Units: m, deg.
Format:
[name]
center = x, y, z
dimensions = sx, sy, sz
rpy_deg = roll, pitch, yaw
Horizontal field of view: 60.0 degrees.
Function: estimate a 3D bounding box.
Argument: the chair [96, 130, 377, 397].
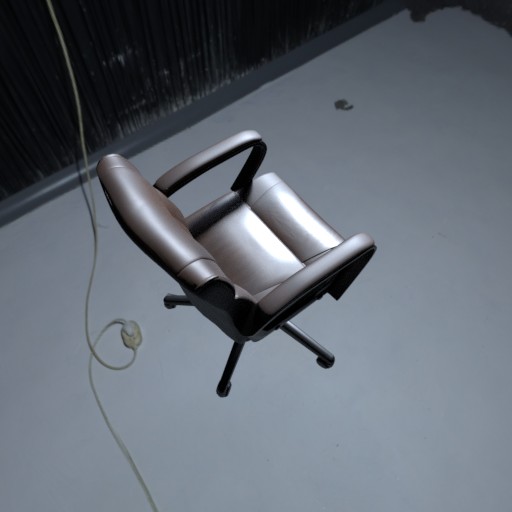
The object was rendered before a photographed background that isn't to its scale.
[chair]
center = 0.000, 0.000, 1.476
dimensions = 0.717, 1.004, 0.739
rpy_deg = -33, 65, -18
